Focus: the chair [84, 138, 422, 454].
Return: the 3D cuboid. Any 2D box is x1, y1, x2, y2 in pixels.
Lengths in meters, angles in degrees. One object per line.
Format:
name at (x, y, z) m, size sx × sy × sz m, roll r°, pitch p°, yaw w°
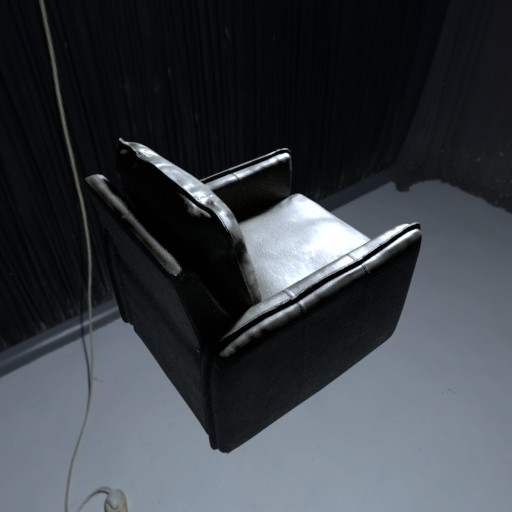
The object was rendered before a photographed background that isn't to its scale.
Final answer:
chair at (0.000, 0.000, 1.631) m, size 0.921 × 0.921 × 0.830 m, roll -26°, pitch 46°, yaw -27°
